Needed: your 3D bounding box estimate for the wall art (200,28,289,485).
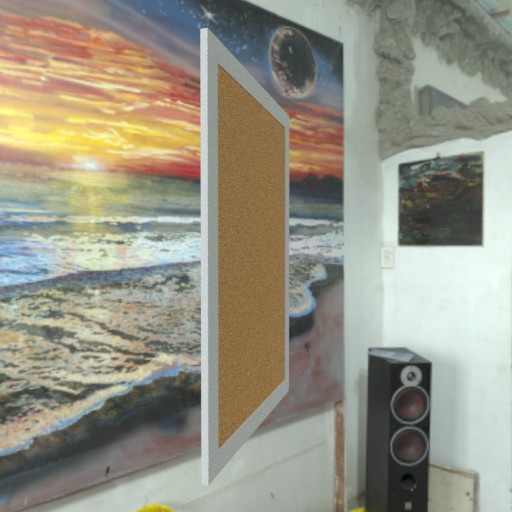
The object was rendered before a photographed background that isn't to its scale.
[{"bbox_3d":[0.000,0.000,0.853,0.011,0.659,0.454,0,1,19],"label":"wall art"}]
